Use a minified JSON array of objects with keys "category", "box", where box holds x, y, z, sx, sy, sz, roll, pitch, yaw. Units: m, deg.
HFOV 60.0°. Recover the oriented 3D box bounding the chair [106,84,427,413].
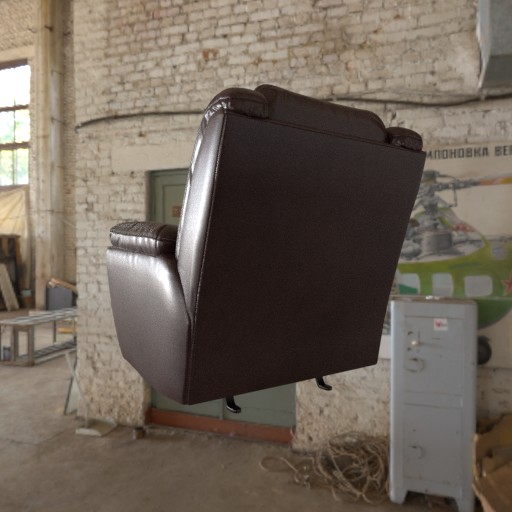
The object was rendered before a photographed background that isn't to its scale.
[{"category":"chair","box":[0.000,0.000,1.872,0.990,1.093,1.041,0,1,-35]}]
